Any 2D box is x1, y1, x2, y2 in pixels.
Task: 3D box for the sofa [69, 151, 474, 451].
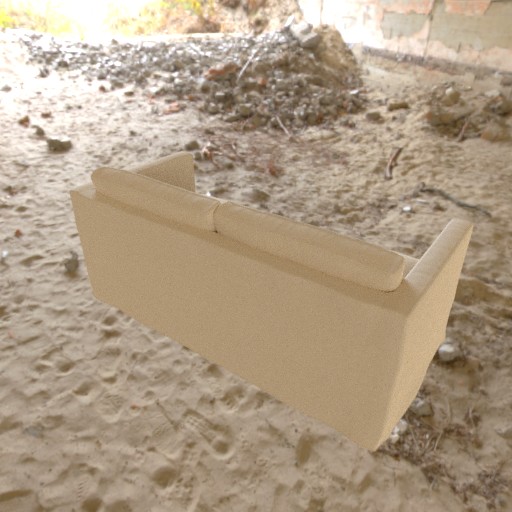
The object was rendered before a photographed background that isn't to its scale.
[{"bbox_3d":[0.000,0.000,2.464,1.987,0.870,0.940,20,36,31],"label":"sofa"}]
